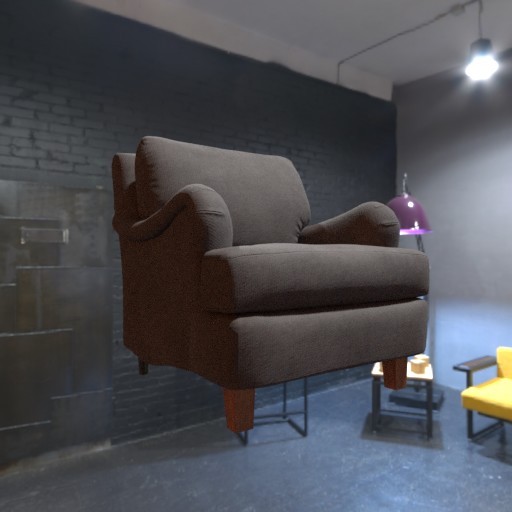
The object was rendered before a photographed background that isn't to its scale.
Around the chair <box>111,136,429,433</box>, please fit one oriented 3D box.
[{"bbox_3d":[0.000,0.000,1.827,0.955,0.997,1.070,0,0,-35],"label":"chair"}]
